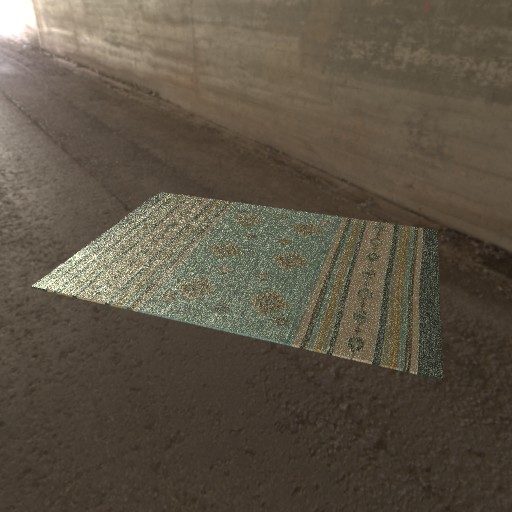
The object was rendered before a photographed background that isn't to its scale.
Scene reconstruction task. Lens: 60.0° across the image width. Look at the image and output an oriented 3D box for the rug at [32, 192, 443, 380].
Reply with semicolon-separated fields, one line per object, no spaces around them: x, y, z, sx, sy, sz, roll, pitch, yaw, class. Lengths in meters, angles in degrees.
0.000;0.000;2.323;1.811;0.010;1.212;10;32;16;rug
